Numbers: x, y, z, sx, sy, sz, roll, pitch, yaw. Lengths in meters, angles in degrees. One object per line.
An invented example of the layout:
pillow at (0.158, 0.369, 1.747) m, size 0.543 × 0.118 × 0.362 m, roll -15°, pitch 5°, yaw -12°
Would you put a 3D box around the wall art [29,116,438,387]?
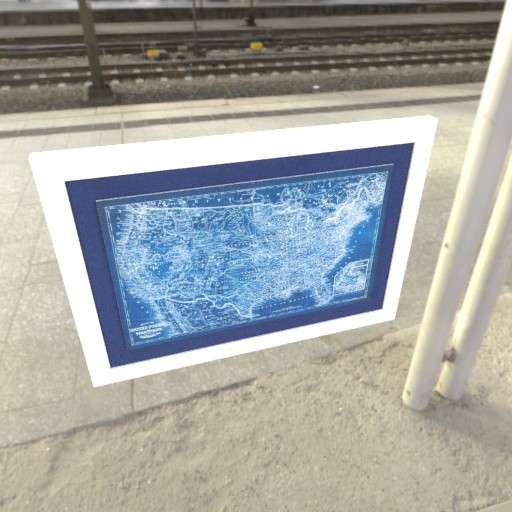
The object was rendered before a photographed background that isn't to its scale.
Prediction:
wall art at (0.000, 0.000, 1.630) m, size 1.308 × 0.902 × 0.051 m, roll -10°, pitch 34°, yaw -15°
